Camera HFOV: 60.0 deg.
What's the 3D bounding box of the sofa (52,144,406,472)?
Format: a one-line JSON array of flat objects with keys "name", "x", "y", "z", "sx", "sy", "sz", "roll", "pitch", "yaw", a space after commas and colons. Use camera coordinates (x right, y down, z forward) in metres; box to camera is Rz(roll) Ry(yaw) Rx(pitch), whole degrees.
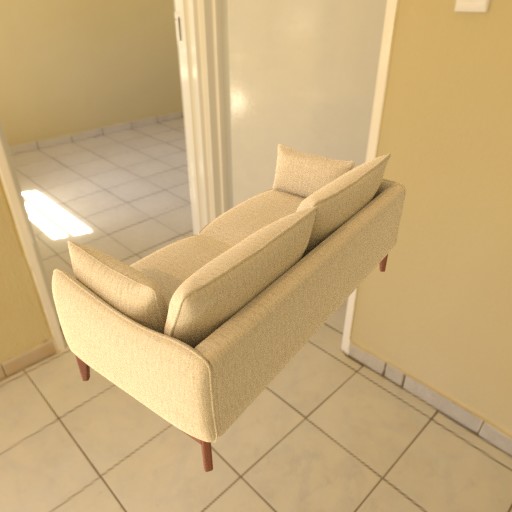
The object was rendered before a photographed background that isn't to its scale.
[{"name": "sofa", "x": 0.000, "y": 0.000, "z": 2.509, "sx": 0.991, "sy": 0.860, "sz": 1.989, "roll": 21, "pitch": 38, "yaw": 30}]
